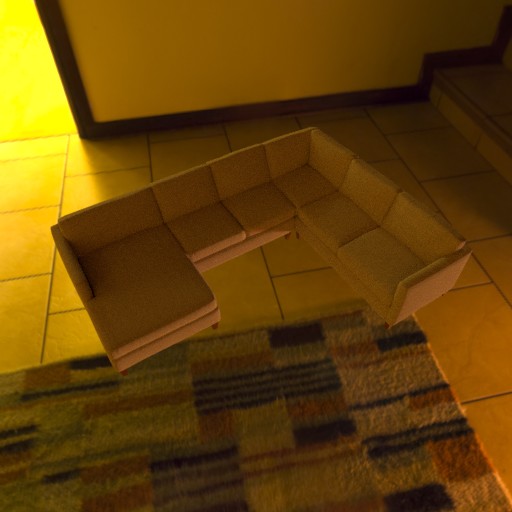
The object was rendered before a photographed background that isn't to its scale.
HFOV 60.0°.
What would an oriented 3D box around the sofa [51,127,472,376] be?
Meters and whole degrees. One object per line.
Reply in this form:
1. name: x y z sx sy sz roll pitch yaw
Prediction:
1. sofa: 0.000 0.000 4.631 3.460 0.961 2.594 -25 52 -21
